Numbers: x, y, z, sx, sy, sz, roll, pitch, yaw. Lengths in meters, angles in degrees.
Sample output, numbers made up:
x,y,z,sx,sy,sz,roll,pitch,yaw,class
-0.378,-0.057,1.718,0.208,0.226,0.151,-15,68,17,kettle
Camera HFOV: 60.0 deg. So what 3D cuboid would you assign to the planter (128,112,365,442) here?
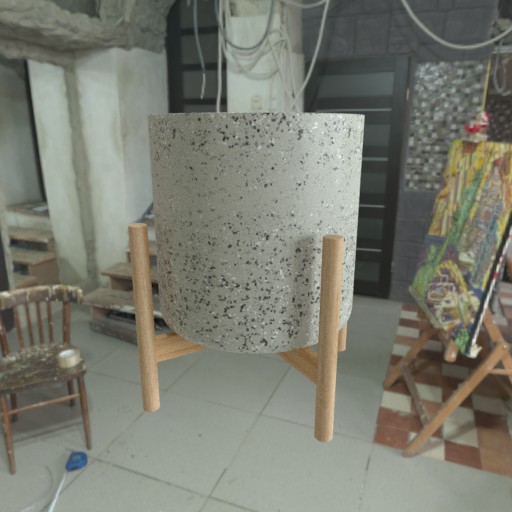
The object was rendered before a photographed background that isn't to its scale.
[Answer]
x,y,z,sx,sy,sz,roll,pitch,yaw,class
0.000,0.000,0.694,0.360,0.419,0.360,-2,16,-7,planter
